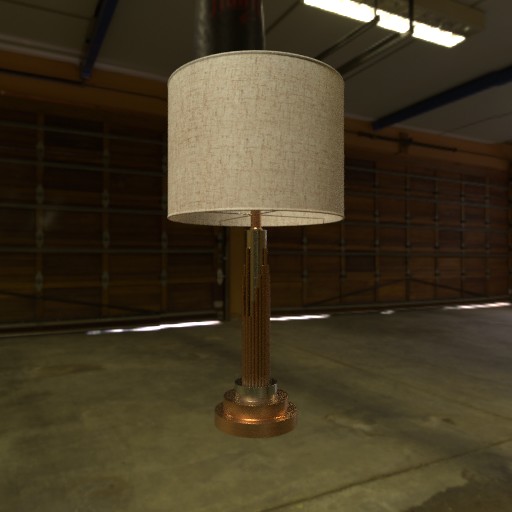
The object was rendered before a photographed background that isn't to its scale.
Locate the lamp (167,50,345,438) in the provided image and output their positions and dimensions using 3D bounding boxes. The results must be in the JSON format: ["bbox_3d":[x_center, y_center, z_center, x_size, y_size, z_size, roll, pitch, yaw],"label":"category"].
[{"bbox_3d":[0.000,0.000,0.819,0.321,0.610,0.321,0,0,18],"label":"lamp"}]
